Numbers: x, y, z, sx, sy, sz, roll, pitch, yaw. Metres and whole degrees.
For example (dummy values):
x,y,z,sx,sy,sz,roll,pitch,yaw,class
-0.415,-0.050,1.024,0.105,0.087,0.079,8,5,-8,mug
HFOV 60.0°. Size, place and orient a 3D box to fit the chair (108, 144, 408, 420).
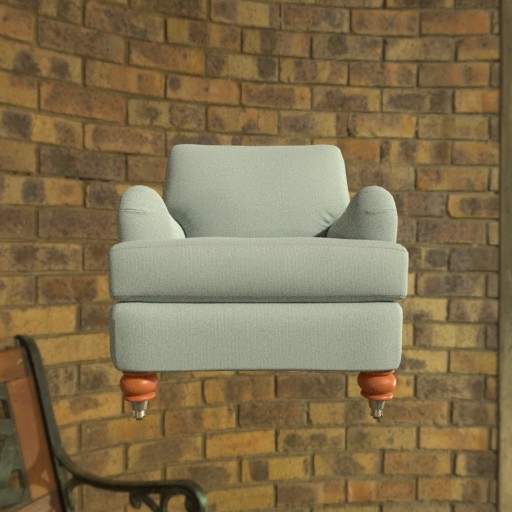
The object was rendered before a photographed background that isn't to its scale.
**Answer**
x,y,z,sx,sy,sz,roll,pitch,yaw,class
0.000,0.000,1.812,0.955,1.038,1.070,0,0,-1,chair
